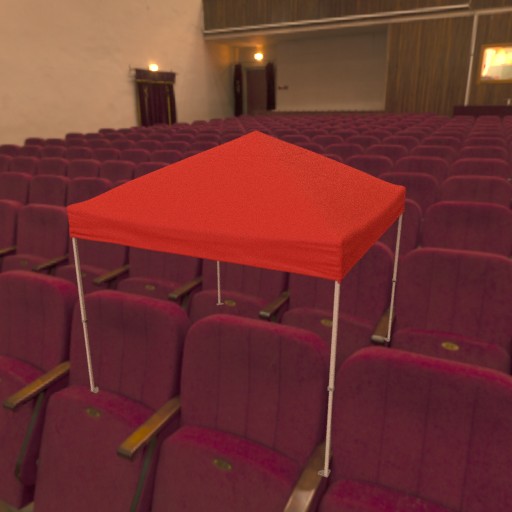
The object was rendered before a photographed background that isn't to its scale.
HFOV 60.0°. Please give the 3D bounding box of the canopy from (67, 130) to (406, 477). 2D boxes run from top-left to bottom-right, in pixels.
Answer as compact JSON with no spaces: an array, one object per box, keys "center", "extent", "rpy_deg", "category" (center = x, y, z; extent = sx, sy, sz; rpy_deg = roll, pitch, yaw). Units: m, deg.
[{"center":[0.000,0.000,5.504],"extent":[2.998,2.997,2.996],"rpy_deg":[9,20,25],"category":"canopy"}]
